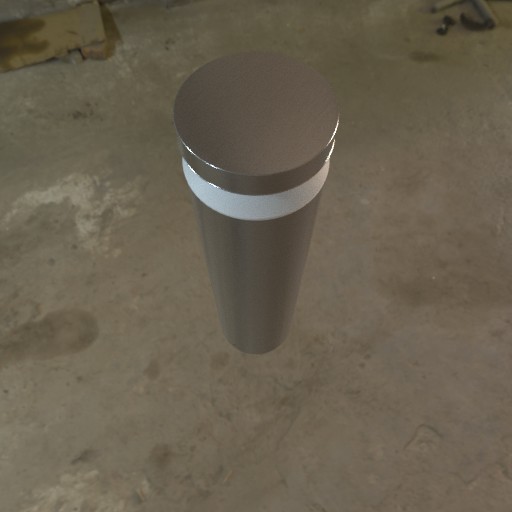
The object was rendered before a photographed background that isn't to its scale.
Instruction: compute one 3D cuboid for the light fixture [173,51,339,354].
[{"bbox_3d":[0.000,0.000,0.446,0.102,0.400,0.102,31,68,14],"label":"light fixture"}]
